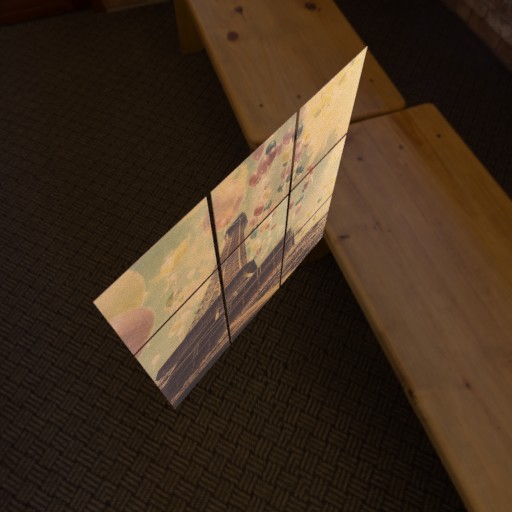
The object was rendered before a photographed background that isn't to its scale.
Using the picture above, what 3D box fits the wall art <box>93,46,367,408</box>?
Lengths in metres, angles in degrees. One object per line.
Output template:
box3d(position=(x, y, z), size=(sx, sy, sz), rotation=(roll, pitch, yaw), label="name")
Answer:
box3d(position=(0.000, 0.000, 2.234), size=(0.002, 1.505, 1.517), rotation=(35, 66, 18), label="wall art")
